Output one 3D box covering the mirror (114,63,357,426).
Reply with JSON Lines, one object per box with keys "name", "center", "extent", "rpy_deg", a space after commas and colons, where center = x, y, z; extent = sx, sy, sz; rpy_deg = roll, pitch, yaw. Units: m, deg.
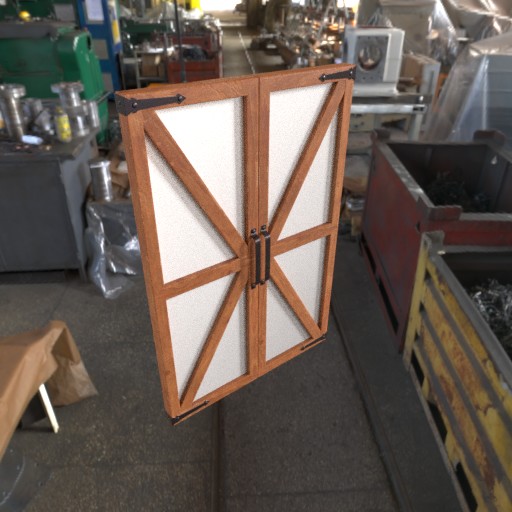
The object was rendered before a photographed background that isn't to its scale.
{"name": "mirror", "center": [0.000, 0.000, 1.002], "extent": [0.517, 0.761, 0.053], "rpy_deg": [-21, 37, -31]}
